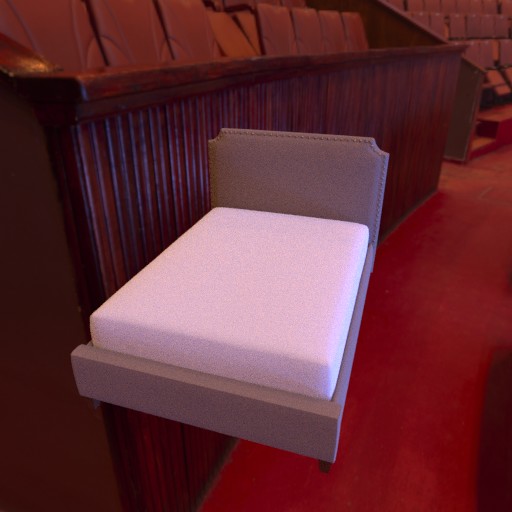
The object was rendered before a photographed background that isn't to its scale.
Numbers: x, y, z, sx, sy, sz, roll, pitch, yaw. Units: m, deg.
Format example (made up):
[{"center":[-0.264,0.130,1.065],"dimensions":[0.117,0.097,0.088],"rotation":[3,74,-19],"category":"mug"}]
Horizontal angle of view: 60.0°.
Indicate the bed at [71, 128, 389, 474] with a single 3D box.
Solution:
[{"center":[0.000,0.000,3.416],"dimensions":[1.713,1.443,2.372],"rotation":[8,28,16],"category":"bed"}]
